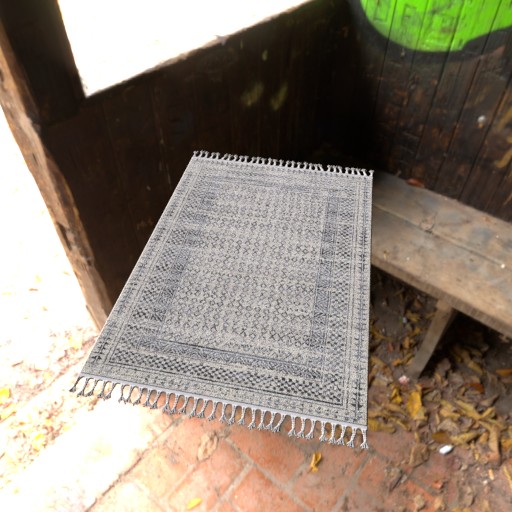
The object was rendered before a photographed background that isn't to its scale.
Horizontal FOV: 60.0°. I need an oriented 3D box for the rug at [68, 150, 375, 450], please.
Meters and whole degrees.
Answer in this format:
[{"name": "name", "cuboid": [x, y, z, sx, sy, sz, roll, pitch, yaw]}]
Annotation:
[{"name": "rug", "cuboid": [0.000, 0.000, 2.385, 1.243, 0.013, 1.872, 8, 46, 8]}]
